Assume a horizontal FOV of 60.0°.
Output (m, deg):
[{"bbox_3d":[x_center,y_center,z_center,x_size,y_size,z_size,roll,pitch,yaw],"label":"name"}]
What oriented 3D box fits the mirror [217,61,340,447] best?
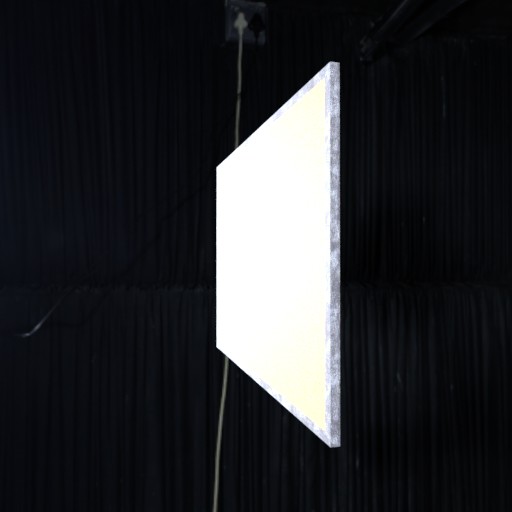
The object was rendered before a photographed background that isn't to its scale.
[{"bbox_3d":[0.000,0.000,1.442,0.022,0.795,1.101,0,0,-17],"label":"mirror"}]
